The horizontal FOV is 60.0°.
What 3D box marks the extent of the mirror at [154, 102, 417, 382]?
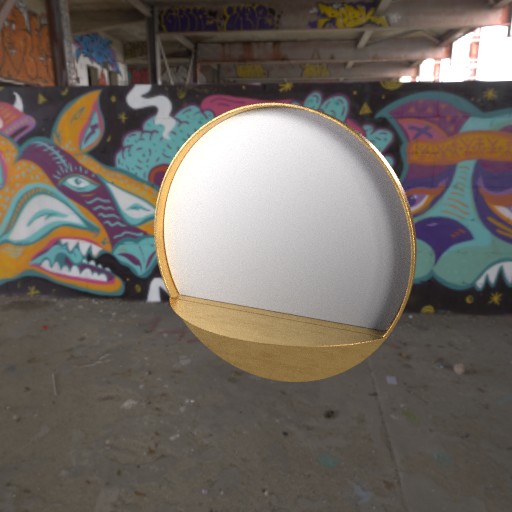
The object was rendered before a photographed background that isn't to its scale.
[{"bbox_3d":[0.000,0.000,0.688,0.457,0.457,0.133,7,16,26],"label":"mirror"}]
